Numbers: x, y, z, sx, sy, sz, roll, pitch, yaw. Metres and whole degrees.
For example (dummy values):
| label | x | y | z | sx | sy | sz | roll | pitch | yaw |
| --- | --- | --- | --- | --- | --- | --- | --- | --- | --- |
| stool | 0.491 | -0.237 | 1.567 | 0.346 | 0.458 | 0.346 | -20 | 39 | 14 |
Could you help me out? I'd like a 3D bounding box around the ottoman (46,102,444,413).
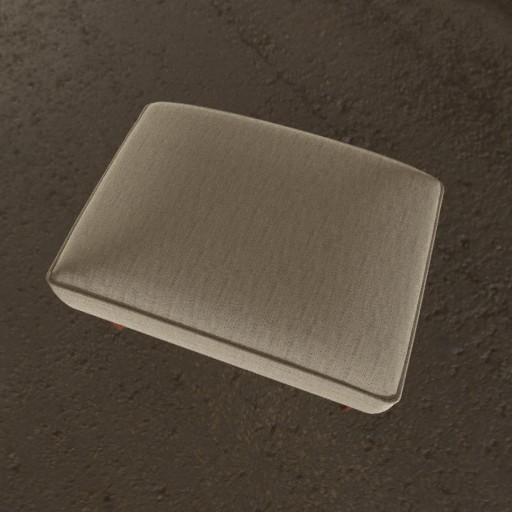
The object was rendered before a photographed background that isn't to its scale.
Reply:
| label | x | y | z | sx | sy | sz | roll | pitch | yaw |
| --- | --- | --- | --- | --- | --- | --- | --- | --- | --- |
| ottoman | 0.000 | 0.000 | 1.164 | 0.794 | 0.465 | 0.594 | 18 | 66 | 8 |
